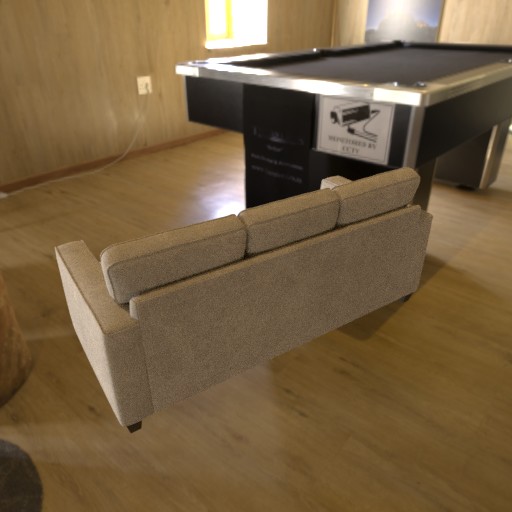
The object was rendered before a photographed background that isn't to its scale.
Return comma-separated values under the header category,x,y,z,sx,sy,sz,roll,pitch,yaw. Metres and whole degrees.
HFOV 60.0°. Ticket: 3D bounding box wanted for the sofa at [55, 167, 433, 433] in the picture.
category,x,y,z,sx,sy,sz,roll,pitch,yaw
sofa,0.000,0.000,2.725,2.133,0.965,0.939,-18,34,-29
